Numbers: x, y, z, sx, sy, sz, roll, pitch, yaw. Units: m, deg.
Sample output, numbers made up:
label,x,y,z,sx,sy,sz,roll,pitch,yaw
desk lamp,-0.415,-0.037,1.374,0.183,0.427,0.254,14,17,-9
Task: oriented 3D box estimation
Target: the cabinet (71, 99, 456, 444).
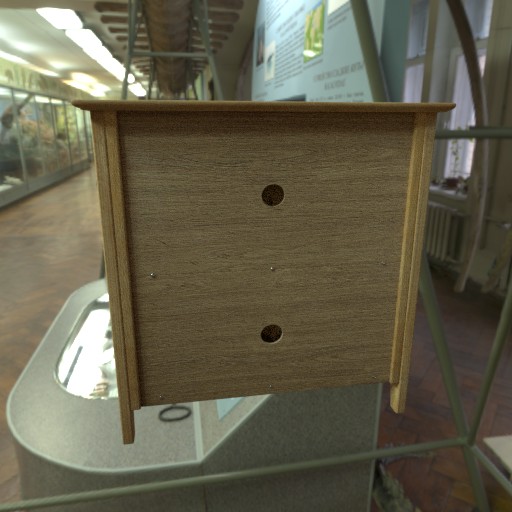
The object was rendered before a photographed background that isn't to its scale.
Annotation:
label,x,y,z,sx,sy,sz,roll,pitch,yaw
cabinet,0.000,0.000,1.194,0.763,0.762,0.503,-3,16,-9
